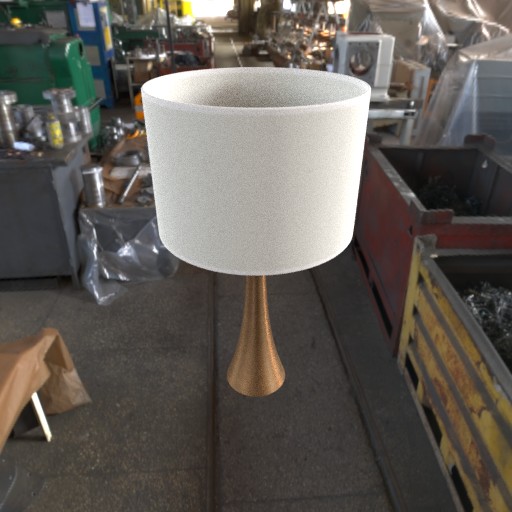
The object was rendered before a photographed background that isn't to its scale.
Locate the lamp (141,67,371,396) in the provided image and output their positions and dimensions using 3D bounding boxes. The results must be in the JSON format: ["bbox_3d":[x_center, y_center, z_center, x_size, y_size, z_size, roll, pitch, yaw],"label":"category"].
[{"bbox_3d":[0.000,0.000,0.651,0.268,0.479,0.268,-22,37,-32],"label":"lamp"}]
